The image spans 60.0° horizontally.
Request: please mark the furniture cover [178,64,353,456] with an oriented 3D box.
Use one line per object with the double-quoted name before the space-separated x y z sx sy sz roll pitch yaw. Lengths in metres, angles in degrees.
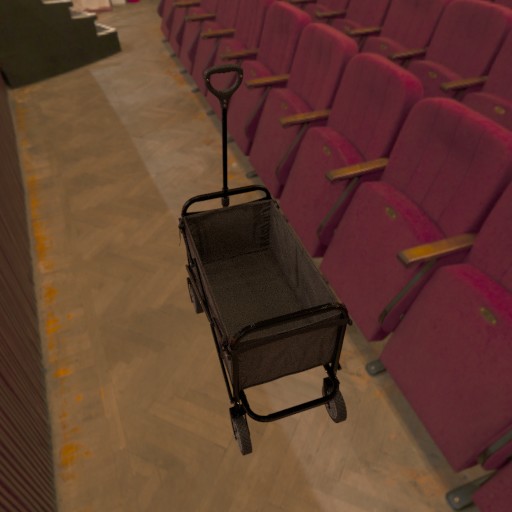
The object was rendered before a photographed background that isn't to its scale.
"furniture cover" 0.000 0.000 1.831 0.532 1.295 1.038 -13 44 -14
